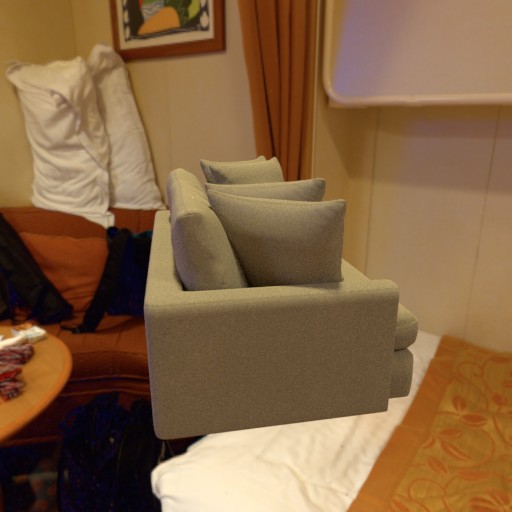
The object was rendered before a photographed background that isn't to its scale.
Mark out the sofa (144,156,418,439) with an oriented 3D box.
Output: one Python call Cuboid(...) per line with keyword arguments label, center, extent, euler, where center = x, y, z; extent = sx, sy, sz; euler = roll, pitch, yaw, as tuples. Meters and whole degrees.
Cuboid(label="sofa", center=(0.000, 0.000, 2.680), extent=(1.228, 1.080, 1.869), euler=(-3, 17, -10))
